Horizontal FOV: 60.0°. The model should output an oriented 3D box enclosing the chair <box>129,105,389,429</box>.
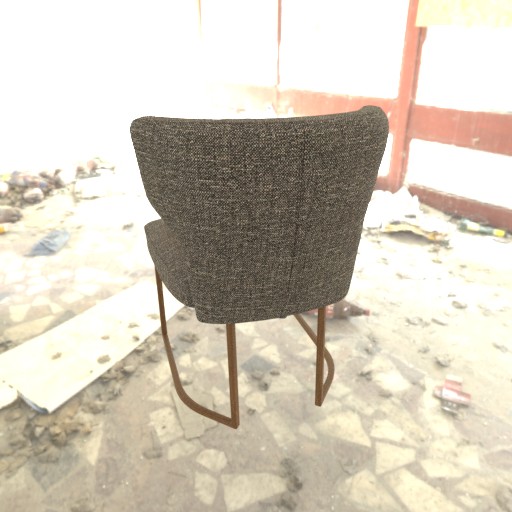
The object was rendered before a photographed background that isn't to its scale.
[{"bbox_3d":[0.000,0.000,1.243,0.611,0.824,0.617,-8,27,-17],"label":"chair"}]
